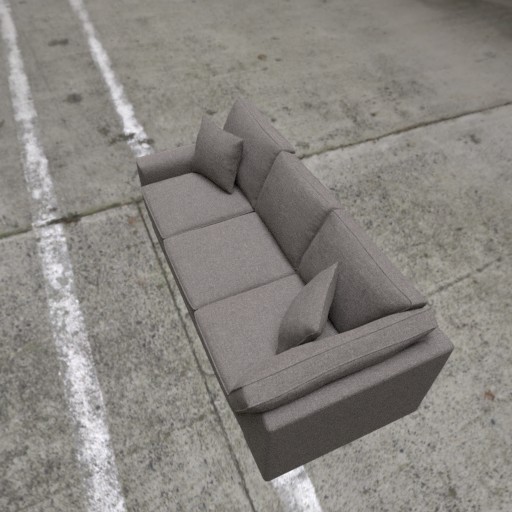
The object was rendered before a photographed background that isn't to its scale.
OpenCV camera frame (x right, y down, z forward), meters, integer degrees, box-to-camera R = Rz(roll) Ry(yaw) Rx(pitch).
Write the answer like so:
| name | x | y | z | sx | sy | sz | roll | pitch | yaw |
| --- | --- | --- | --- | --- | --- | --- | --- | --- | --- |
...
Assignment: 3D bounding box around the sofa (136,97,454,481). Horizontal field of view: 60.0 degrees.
| name | x | y | z | sx | sy | sz | roll | pitch | yaw |
| --- | --- | --- | --- | --- | --- | --- | --- | --- | --- |
| sofa | 0.000 | 0.000 | 2.853 | 1.061 | 0.962 | 2.317 | -18 | 50 | -16 |
